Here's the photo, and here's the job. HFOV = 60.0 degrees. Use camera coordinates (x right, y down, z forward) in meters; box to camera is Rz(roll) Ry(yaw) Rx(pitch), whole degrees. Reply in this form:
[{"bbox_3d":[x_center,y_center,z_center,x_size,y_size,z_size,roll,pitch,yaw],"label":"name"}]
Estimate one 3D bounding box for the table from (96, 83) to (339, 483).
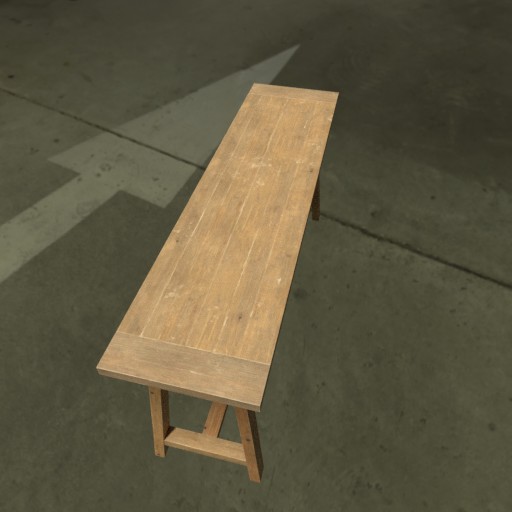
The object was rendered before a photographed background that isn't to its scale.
[{"bbox_3d":[0.000,0.000,2.081,0.465,0.810,1.800,10,47,10],"label":"table"}]
